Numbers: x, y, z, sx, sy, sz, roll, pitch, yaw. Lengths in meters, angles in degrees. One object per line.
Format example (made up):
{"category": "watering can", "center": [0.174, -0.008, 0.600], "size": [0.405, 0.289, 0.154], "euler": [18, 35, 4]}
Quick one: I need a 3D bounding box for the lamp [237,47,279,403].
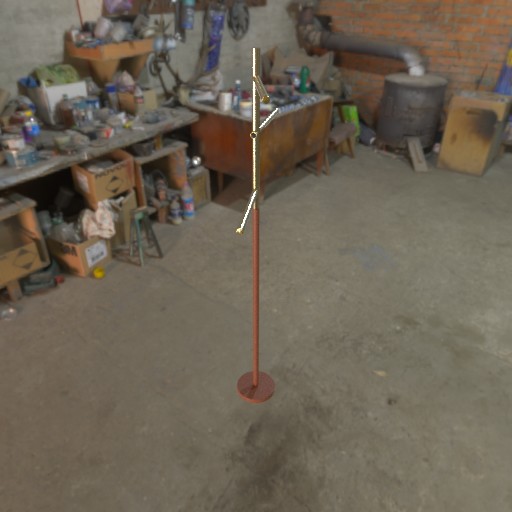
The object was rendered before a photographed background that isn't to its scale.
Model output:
{"category": "lamp", "center": [0.000, 0.000, 1.996], "size": [0.209, 1.704, 0.737], "euler": [0, 31, 1]}
